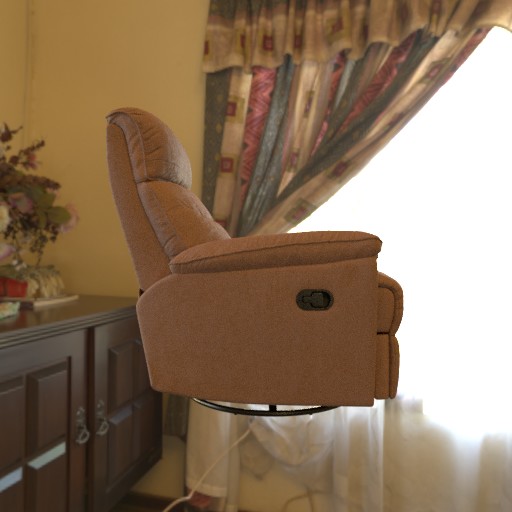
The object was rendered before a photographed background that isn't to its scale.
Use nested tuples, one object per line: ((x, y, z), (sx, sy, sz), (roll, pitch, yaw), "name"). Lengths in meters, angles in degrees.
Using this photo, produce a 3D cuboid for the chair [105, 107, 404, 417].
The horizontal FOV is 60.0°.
((0.000, 0.000, 1.740), (1.004, 1.037, 0.820), (0, 0, 0), "chair")
